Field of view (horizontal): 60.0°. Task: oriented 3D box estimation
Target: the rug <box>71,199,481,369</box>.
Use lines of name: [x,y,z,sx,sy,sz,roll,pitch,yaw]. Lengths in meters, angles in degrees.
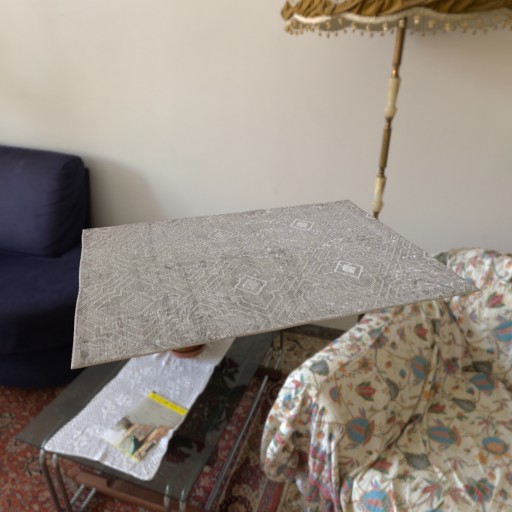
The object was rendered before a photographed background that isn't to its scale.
rug: [0.000,0.000,4.442,3.359,0.020,2.448,-8,28,-15]
